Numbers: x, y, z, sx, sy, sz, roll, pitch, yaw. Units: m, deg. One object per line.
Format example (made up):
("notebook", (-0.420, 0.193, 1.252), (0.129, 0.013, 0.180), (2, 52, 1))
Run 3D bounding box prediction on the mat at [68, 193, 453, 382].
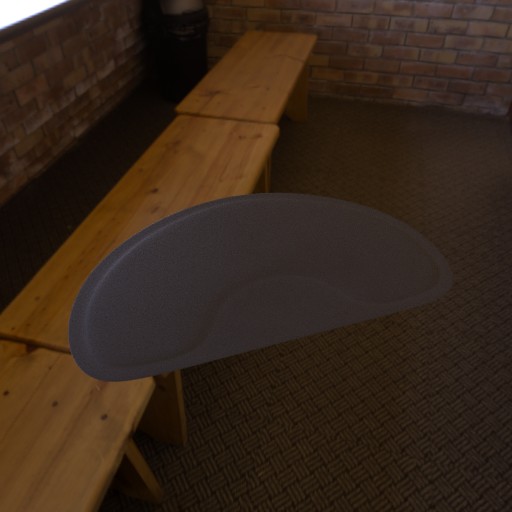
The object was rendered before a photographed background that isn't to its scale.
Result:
("mat", (0.000, 0.000, 1.884), (1.524, 0.013, 0.913), (-12, 44, -13))
